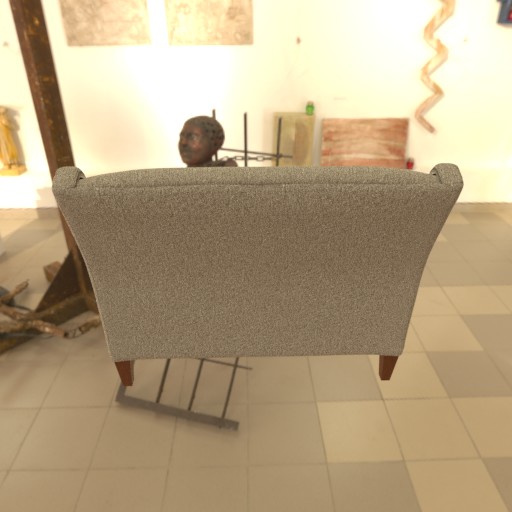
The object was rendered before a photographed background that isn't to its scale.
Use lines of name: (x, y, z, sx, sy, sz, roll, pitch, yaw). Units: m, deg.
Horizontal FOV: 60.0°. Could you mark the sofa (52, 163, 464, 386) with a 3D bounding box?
sofa: (0.000, 0.000, 1.891, 1.242, 1.026, 0.862, -1, 29, -1)
